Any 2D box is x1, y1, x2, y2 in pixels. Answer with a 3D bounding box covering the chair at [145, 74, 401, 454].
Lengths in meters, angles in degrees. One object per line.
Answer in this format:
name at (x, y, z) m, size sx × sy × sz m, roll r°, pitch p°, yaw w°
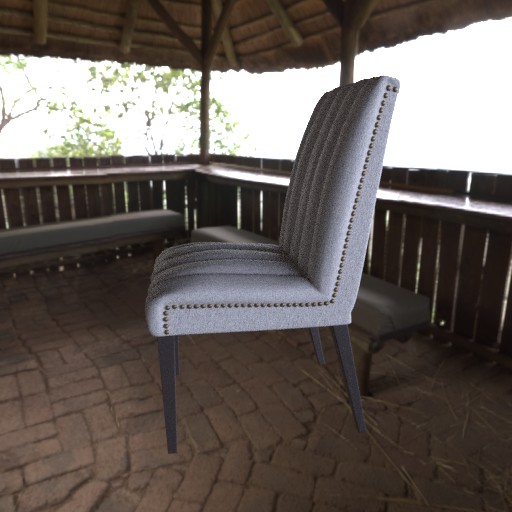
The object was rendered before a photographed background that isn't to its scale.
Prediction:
chair at (0.000, 0.000, 1.374) m, size 0.647 × 1.016 × 0.511 m, roll -2°, pitch 15°, yaw -8°
